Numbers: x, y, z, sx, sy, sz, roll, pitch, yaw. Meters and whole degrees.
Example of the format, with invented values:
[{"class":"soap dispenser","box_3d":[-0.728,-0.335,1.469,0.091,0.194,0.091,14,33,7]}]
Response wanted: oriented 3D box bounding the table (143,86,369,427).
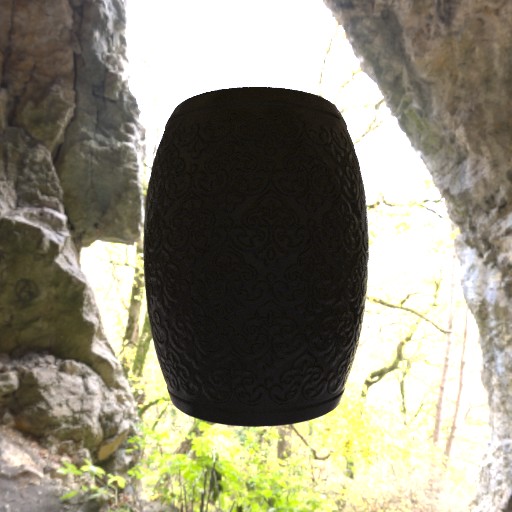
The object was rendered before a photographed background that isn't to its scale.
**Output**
[{"class":"table","box_3d":[0.000,0.000,0.625,0.309,0.397,0.309,0,0,0]}]
